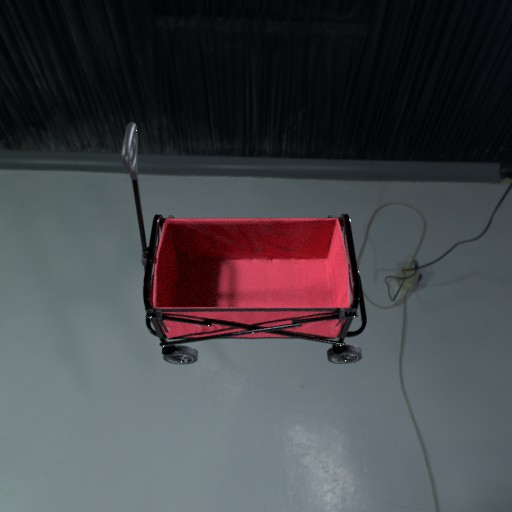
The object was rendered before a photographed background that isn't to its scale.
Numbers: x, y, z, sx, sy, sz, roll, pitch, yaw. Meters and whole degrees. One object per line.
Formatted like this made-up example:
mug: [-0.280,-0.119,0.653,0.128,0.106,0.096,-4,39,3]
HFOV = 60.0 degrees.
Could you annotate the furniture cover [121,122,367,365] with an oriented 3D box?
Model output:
furniture cover: [0.000,0.000,1.825,1.038,1.295,0.532,0,57,0]
